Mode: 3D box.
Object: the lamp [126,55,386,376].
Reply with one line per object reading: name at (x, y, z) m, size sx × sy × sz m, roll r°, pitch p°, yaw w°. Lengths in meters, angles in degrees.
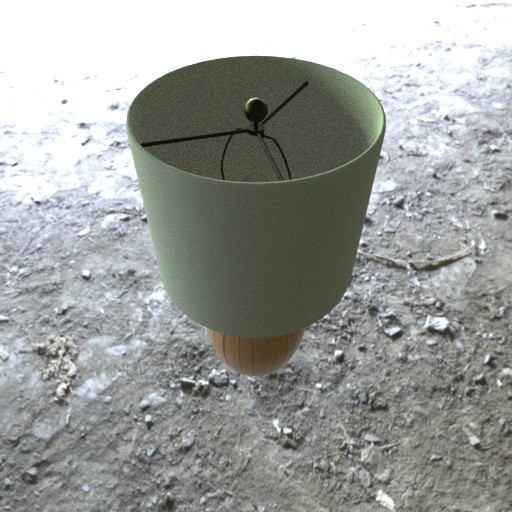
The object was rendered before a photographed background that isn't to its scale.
lamp at (0.000, 0.000, 0.764) m, size 0.329 × 0.570 × 0.329 m, roll 0°, pitch 46°, yaw 0°
